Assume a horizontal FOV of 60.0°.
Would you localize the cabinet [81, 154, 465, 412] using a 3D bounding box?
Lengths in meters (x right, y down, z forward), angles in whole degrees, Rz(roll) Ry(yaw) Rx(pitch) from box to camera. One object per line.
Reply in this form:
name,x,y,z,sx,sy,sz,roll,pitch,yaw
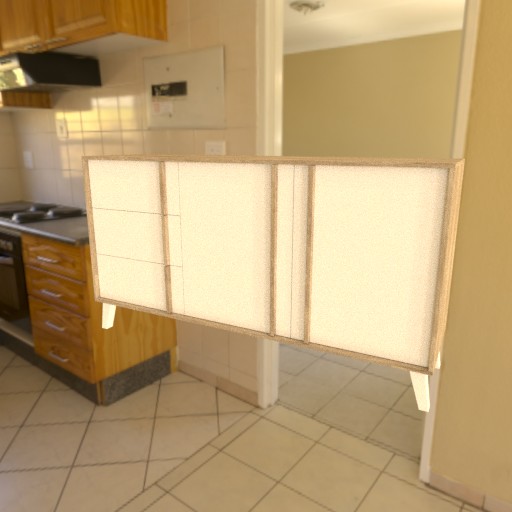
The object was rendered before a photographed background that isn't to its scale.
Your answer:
cabinet,0.000,0.000,2.001,1.600,0.870,0.450,7,16,27
